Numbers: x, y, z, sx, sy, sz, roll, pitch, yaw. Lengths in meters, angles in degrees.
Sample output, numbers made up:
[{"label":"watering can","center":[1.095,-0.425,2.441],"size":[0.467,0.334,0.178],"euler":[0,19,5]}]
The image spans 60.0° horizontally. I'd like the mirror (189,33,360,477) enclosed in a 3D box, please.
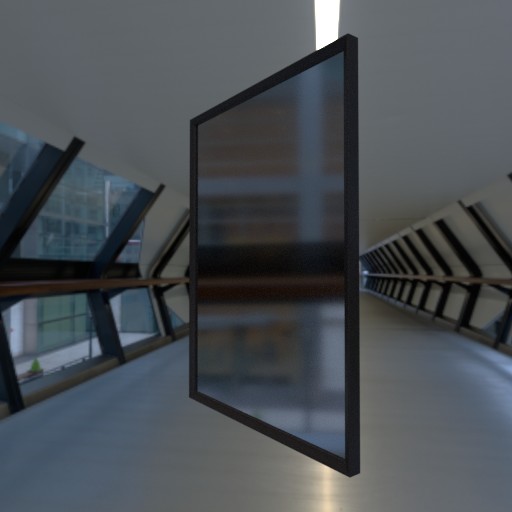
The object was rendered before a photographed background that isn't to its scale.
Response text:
[{"label":"mirror","center":[0.000,0.000,1.329],"size":[0.041,1.016,0.762],"euler":[1,-2,-37]}]
